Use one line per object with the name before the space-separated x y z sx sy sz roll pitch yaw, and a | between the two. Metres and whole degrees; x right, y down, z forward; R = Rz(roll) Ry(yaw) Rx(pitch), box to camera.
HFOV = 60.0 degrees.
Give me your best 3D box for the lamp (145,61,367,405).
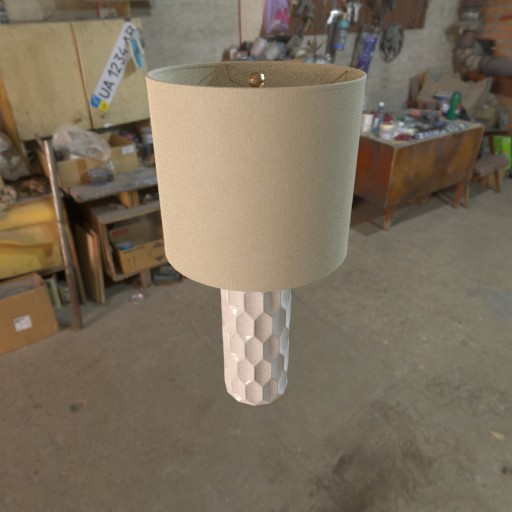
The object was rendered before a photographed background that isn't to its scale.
lamp | 0.000 0.000 0.694 0.277 0.537 0.277 9 30 16
